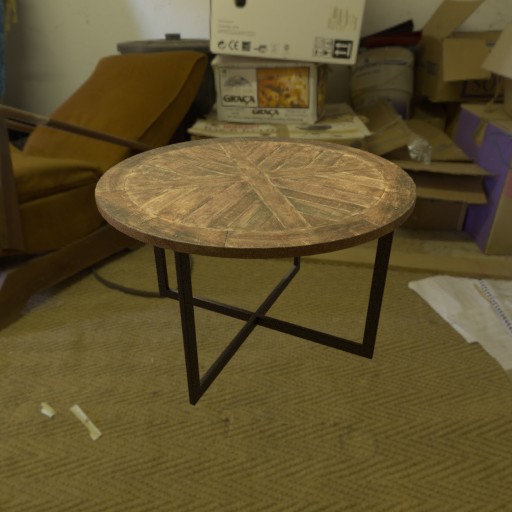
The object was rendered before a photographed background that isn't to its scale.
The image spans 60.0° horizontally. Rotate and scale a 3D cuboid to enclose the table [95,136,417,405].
[{"bbox_3d":[0.000,0.000,2.009,1.264,0.762,1.264,0,29,0],"label":"table"}]
